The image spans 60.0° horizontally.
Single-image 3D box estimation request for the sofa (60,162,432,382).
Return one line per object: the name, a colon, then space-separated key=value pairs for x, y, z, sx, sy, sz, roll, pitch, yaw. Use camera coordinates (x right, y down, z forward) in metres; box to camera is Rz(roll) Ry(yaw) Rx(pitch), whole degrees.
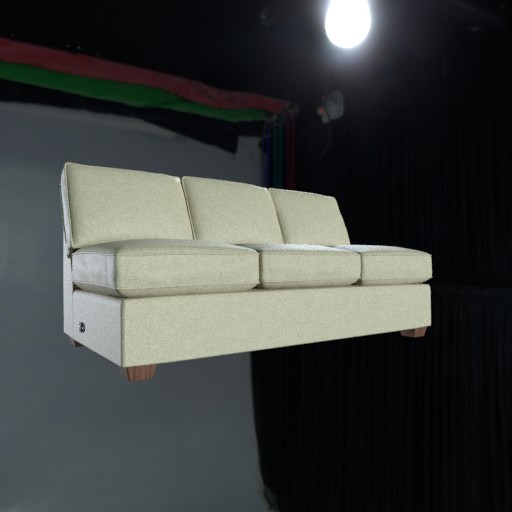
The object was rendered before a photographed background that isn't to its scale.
sofa: x=0.000 y=0.000 z=2.555 sx=1.962 sy=0.973 sz=1.027 roll=0 pitch=-1 yaw=-34
